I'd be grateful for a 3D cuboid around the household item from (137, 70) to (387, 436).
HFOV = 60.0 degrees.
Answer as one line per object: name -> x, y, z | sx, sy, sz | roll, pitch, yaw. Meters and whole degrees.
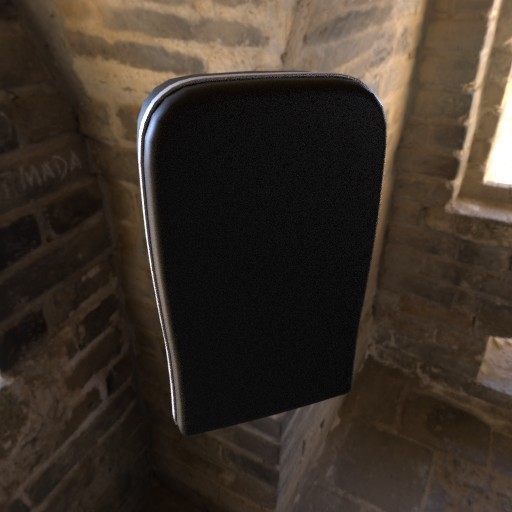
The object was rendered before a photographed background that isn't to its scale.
household item -> 0.000, 0.000, 0.147 | 0.070, 0.114, 0.038 | -9, 29, -17
